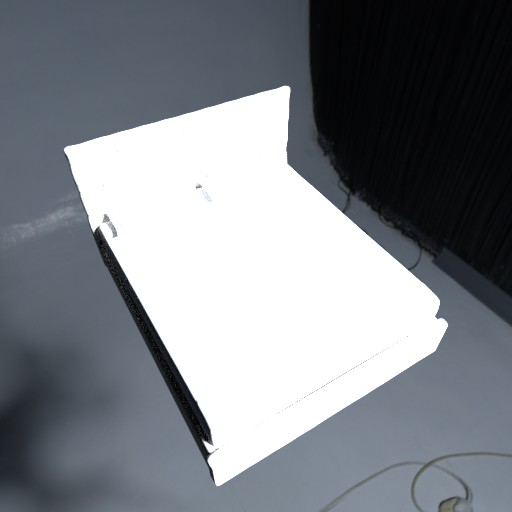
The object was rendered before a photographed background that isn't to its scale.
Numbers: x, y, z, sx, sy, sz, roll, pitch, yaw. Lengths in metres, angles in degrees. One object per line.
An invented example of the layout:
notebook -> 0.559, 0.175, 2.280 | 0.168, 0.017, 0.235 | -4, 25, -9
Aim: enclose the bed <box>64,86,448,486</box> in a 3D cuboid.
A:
bed -> 0.000, 0.000, 3.568 | 2.078, 1.427, 2.387 | -23, 50, -21
